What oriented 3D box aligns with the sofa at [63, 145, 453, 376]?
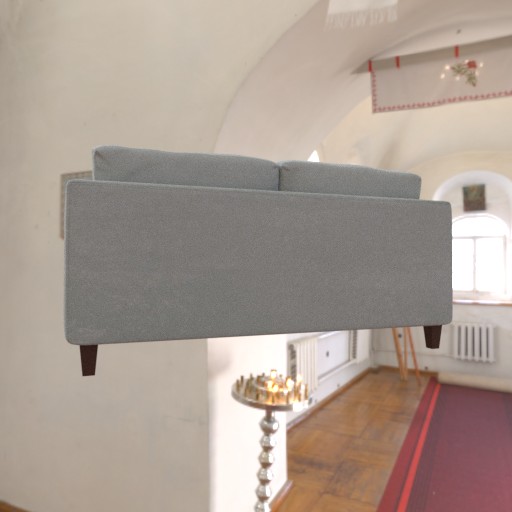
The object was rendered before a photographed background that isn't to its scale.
[{"bbox_3d":[0.000,0.000,2.430,1.884,0.963,0.950,0,-1,-19],"label":"sofa"}]
